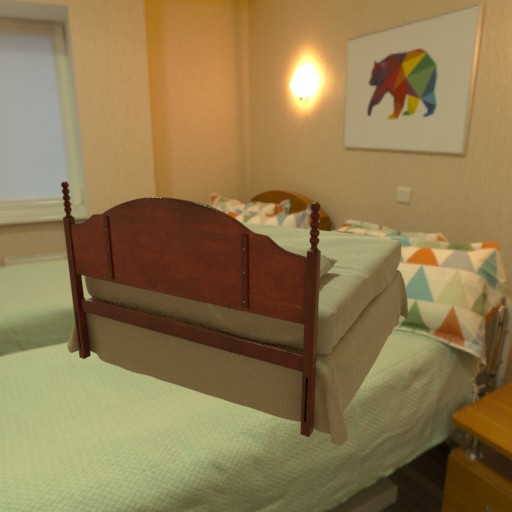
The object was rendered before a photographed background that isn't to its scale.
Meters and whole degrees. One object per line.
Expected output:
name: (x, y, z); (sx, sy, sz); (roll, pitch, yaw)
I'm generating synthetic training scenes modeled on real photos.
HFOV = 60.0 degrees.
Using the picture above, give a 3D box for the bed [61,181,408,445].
bed: (0.000, 0.000, 3.729); (2.322, 1.355, 2.219); (9, 18, 28)
